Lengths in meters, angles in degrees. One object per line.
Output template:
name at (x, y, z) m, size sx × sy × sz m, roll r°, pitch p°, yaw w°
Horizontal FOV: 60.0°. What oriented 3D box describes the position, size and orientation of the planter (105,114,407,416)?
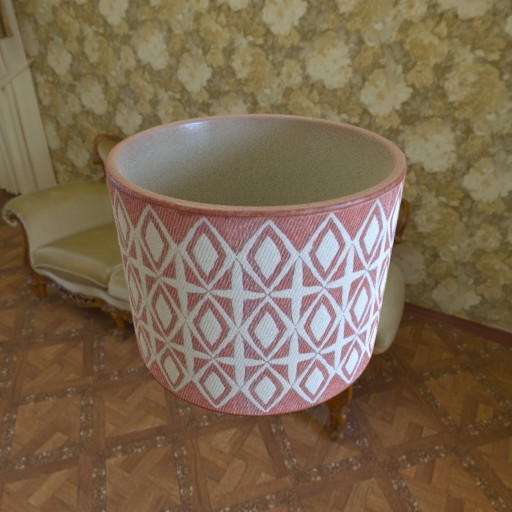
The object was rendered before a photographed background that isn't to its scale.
planter at (0.000, 0.000, 0.477) m, size 0.273 × 0.237 × 0.273 m, roll 0°, pitch 31°, yaw 0°
